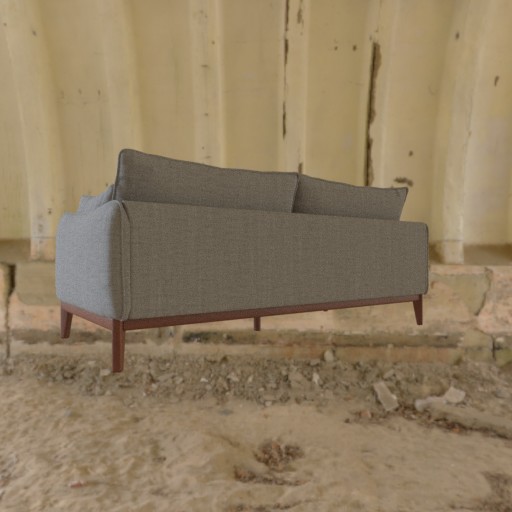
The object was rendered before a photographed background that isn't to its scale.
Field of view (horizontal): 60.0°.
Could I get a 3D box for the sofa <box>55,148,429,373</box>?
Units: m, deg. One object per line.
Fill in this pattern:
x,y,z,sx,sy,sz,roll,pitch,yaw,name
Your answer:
0.000,0.000,2.514,1.989,0.851,0.972,0,0,-36,sofa
